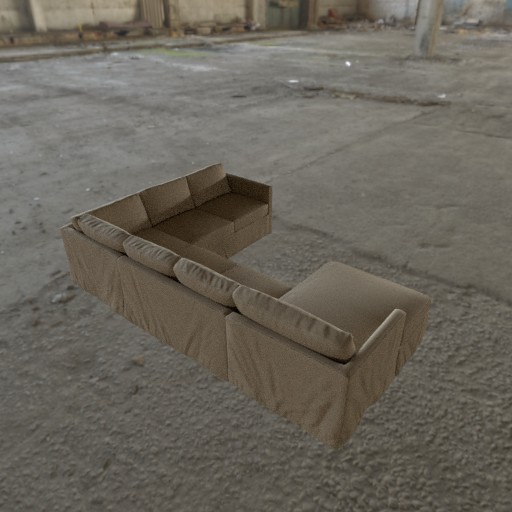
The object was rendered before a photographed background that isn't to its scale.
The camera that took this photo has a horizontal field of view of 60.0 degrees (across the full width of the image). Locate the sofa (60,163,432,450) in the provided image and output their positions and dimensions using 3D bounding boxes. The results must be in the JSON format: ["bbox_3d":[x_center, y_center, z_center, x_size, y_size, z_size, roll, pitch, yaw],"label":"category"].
[{"bbox_3d":[0.000,0.000,4.695,3.528,0.878,2.476,22,36,33],"label":"sofa"}]
